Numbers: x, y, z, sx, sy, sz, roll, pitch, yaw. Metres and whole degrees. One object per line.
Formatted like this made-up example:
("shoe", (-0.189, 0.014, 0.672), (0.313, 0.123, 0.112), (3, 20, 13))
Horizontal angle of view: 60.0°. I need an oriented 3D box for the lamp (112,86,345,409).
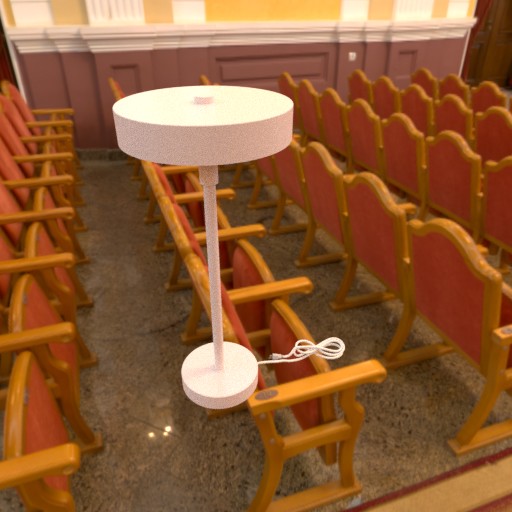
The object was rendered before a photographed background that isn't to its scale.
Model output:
("lamp", (0.000, 0.000, 0.717), (0.369, 0.508, 0.229), (-10, 33, -17))
